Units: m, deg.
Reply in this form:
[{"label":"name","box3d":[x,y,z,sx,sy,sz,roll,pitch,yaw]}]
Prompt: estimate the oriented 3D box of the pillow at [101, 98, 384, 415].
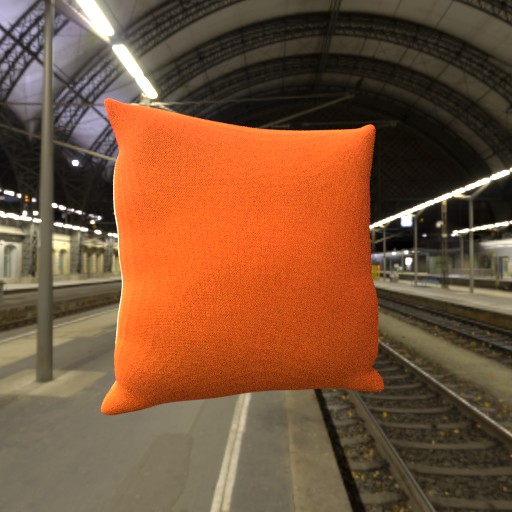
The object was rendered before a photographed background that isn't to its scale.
[{"label":"pillow","box3d":[0.000,0.000,0.671,0.440,0.441,0.182,0,-1,-19]}]
